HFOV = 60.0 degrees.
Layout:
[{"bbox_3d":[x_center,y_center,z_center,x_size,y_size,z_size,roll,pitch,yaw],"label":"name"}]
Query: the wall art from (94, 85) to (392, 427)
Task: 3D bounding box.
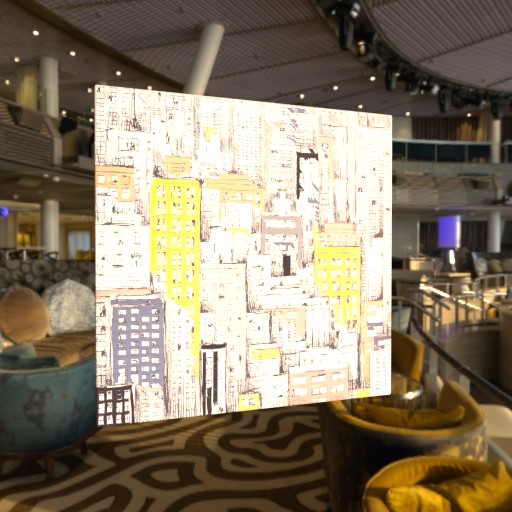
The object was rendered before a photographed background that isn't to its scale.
[{"bbox_3d":[0.000,0.000,0.891,0.607,0.608,0.038,0,1,-17],"label":"wall art"}]
